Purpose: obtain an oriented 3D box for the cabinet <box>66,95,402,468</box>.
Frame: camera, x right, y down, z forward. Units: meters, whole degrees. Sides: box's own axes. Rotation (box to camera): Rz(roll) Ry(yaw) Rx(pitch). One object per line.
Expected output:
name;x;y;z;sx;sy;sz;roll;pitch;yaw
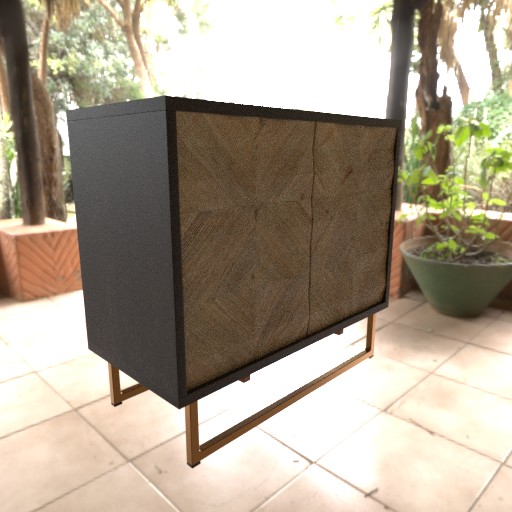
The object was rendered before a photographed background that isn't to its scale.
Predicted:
cabinet;0.000;0.000;1.424;0.451;0.860;0.950;13;18;43
